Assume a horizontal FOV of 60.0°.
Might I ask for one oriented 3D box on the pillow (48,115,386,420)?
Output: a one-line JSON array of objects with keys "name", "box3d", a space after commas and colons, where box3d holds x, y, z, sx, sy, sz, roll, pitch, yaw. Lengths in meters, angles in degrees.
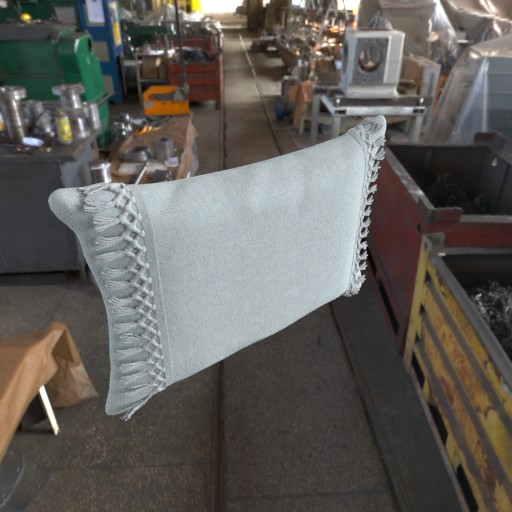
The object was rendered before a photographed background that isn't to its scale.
[{"name": "pillow", "box3d": [0.000, 0.000, 0.591, 0.466, 0.305, 0.084, -21, 37, -31]}]
